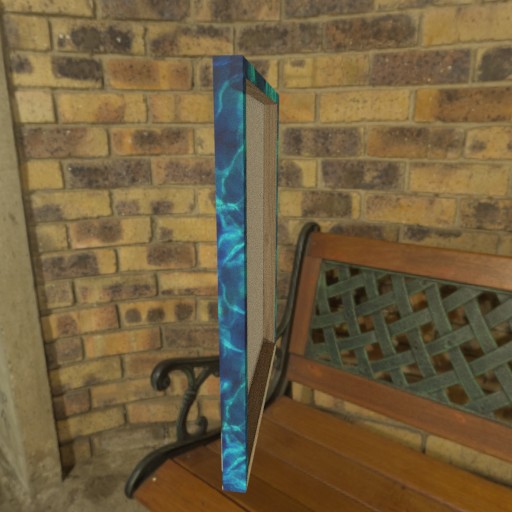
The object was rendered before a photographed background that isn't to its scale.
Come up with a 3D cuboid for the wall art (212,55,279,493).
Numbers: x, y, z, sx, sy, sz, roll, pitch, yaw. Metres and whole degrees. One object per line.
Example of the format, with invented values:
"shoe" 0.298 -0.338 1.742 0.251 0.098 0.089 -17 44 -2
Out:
"wall art" 0.000 0.000 0.860 0.038 0.635 0.508 2 15 8
